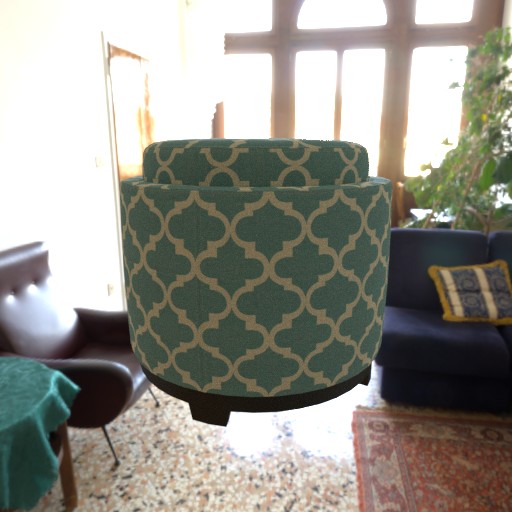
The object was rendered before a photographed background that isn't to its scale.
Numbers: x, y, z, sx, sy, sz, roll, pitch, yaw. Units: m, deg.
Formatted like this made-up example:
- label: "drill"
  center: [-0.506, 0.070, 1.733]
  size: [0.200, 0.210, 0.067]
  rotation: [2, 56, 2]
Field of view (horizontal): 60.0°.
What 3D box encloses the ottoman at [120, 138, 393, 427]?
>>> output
- label: "ottoman"
  center: [0.000, 0.000, 0.835]
  size: [0.480, 0.429, 0.480]
  rotation: [0, 14, 0]
